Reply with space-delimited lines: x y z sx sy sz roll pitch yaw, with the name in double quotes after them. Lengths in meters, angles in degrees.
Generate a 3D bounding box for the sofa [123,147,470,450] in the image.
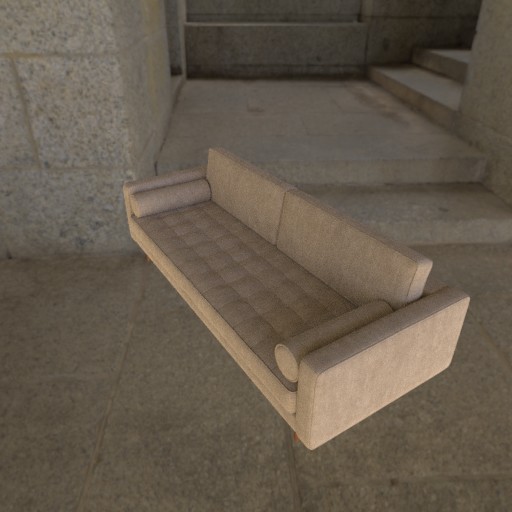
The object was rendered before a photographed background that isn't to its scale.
0.000 0.000 2.659 0.919 0.770 2.200 -18 35 -27 "sofa"
